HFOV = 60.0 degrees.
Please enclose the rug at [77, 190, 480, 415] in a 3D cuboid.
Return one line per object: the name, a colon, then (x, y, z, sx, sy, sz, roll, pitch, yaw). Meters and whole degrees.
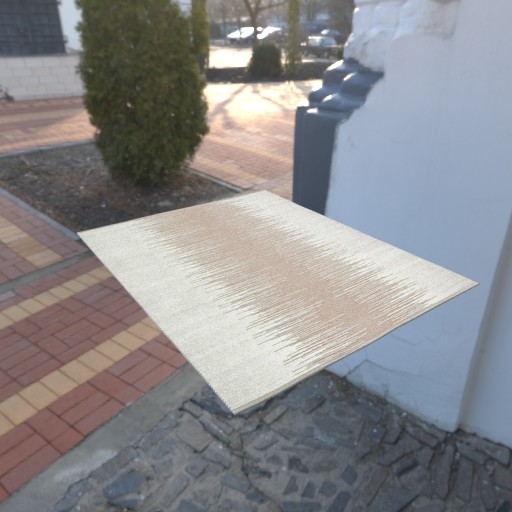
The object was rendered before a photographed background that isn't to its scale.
rug: (0.000, 0.000, 4.161, 2.438, 0.013, 3.048, -18, 32, -31)
